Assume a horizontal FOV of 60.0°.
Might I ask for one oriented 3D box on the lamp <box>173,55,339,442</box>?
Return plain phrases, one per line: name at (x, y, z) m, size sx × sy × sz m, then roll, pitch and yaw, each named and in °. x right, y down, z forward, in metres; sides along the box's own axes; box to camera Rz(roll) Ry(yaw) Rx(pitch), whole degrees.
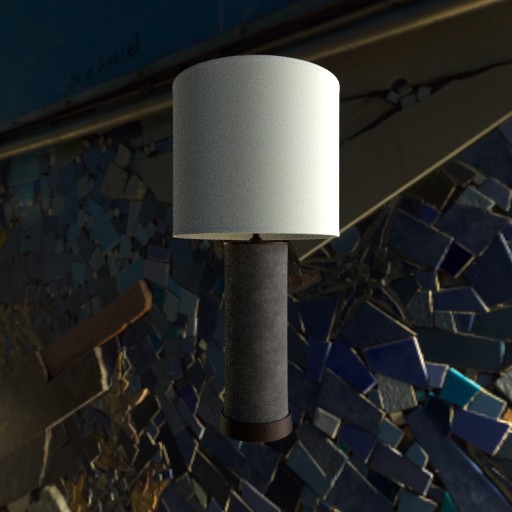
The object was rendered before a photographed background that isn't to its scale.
lamp at (0.000, 0.000, 0.814) m, size 0.301 × 0.630 × 0.301 m, roll 0°, pitch 0°, yaw -37°
